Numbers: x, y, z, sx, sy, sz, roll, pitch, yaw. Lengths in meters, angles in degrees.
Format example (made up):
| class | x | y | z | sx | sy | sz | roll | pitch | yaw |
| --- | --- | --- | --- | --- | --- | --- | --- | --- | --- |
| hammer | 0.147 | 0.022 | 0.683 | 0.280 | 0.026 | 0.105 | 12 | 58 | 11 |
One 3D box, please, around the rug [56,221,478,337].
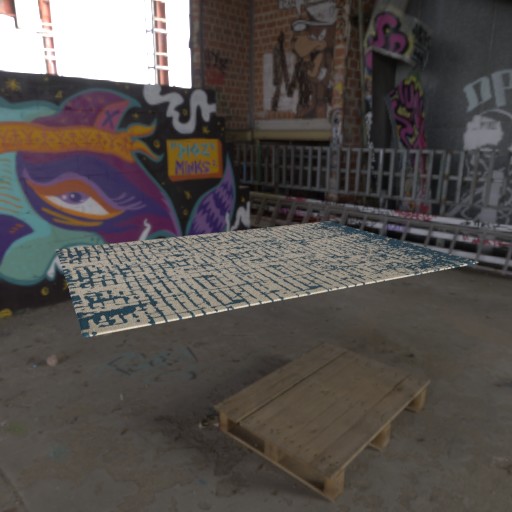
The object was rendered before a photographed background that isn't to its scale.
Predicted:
| class | x | y | z | sx | sy | sz | roll | pitch | yaw |
| --- | --- | --- | --- | --- | --- | --- | --- | --- | --- |
| rug | 0.000 | 0.000 | 2.294 | 1.828 | 0.007 | 1.220 | -8 | 17 | -26 |
